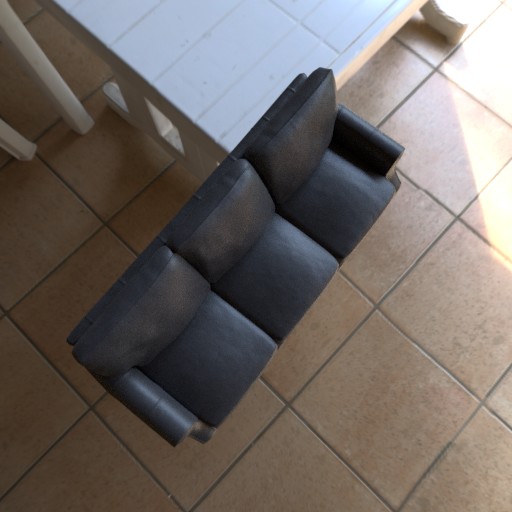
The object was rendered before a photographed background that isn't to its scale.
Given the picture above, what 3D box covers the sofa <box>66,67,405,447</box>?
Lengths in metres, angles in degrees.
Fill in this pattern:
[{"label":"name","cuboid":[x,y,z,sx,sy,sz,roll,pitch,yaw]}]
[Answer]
[{"label":"sofa","cuboid":[0.000,0.000,2.873,0.974,0.977,2.387,37,78,9]}]
